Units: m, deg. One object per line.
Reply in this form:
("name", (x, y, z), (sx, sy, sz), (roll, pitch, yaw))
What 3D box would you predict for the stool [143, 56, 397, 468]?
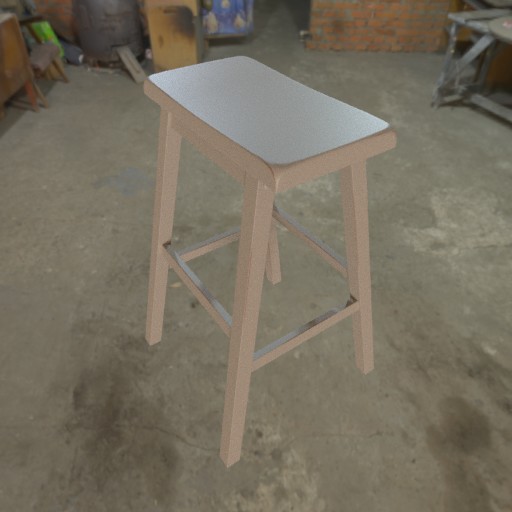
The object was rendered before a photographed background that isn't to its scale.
("stool", (0.000, 0.000, 1.023), (0.476, 0.737, 0.457), (-24, 47, -25))
